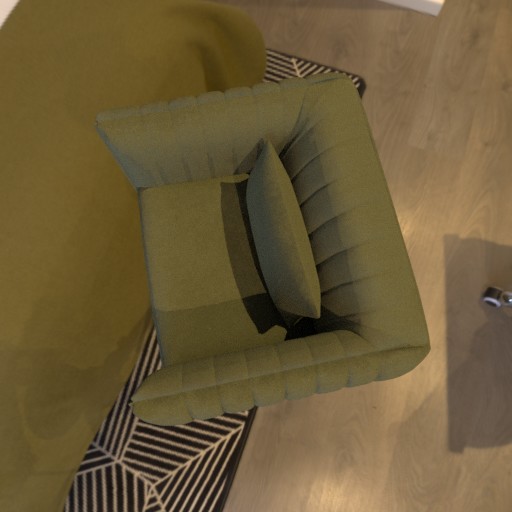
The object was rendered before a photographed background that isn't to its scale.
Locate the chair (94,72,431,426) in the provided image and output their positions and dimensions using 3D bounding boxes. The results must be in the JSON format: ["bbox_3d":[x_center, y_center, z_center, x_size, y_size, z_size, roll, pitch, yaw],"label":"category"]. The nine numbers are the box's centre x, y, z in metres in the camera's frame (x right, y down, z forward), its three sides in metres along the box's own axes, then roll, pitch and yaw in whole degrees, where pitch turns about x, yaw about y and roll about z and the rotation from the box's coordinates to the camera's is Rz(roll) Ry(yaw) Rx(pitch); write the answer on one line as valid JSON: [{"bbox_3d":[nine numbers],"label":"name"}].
[{"bbox_3d":[0.000,0.000,1.664,0.877,0.794,1.032,-11,76,-3],"label":"chair"}]
